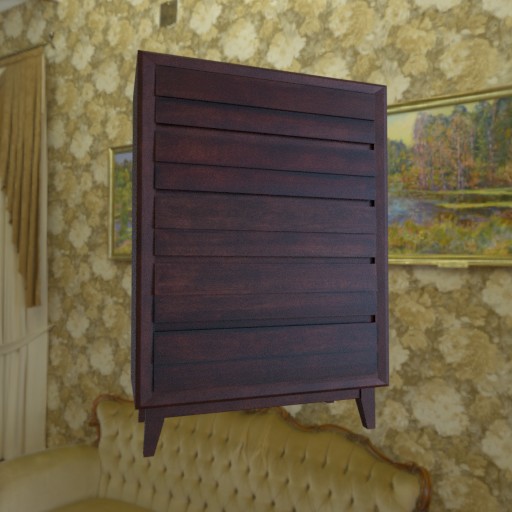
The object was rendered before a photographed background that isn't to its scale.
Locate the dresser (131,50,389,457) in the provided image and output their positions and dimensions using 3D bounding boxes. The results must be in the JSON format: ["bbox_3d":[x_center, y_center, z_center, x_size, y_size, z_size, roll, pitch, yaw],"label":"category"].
[{"bbox_3d":[0.000,0.000,2.015,1.072,1.514,0.506,0,-2,-18],"label":"dresser"}]
